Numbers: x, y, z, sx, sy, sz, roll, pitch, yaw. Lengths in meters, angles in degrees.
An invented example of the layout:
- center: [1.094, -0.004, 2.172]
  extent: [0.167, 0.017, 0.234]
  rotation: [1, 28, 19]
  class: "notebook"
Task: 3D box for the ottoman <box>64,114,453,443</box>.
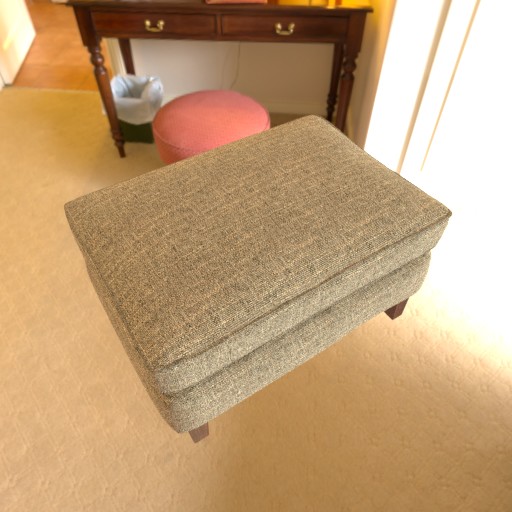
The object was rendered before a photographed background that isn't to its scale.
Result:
- center: [0.000, 0.000, 1.016]
  extent: [0.686, 0.406, 0.508]
  rotation: [-26, 53, -21]
  class: "ottoman"
